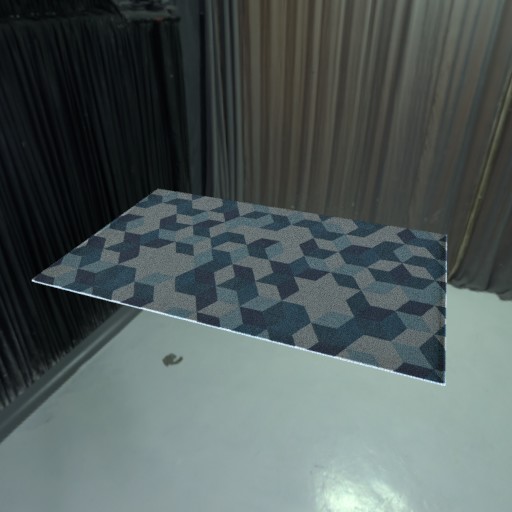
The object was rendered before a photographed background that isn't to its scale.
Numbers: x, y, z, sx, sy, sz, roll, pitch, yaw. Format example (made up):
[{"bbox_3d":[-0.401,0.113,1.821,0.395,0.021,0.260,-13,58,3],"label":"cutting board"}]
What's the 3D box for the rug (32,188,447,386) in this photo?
[{"bbox_3d":[0.000,0.000,3.021,2.438,0.015,1.518,11,34,17],"label":"rug"}]
